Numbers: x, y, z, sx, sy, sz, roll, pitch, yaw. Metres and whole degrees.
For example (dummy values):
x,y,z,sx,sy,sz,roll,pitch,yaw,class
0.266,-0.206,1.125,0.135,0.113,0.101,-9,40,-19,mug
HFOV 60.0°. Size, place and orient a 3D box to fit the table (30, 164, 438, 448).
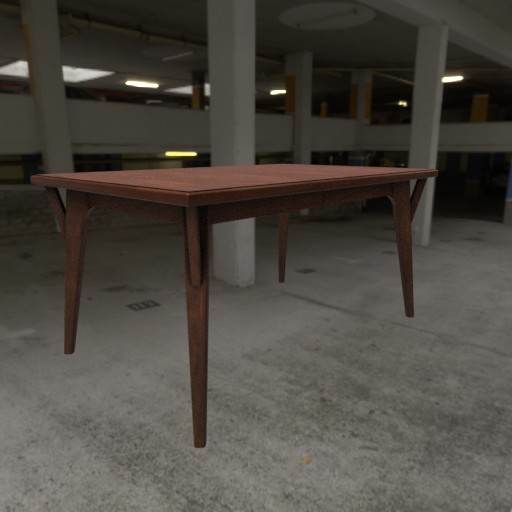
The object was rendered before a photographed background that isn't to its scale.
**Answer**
x,y,z,sx,sy,sz,roll,pitch,yaw,class
0.000,0.000,2.031,0.990,0.761,1.524,13,19,42,table
